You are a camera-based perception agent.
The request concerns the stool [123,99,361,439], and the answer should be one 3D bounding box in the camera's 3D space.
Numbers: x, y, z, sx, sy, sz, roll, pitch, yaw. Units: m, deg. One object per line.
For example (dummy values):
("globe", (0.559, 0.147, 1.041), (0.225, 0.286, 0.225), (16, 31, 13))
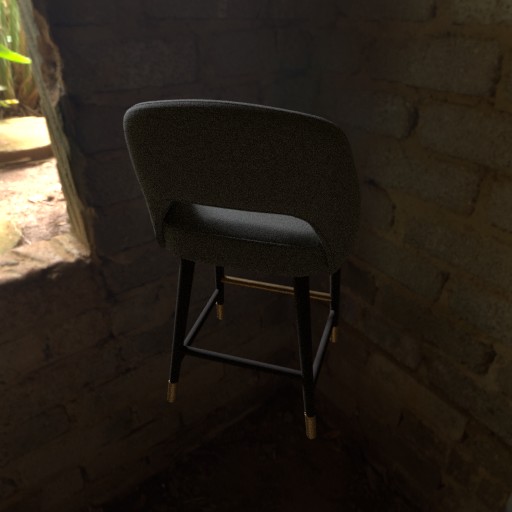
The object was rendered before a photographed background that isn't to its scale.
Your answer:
("stool", (0.000, 0.000, 1.234), (0.536, 0.925, 0.524), (9, 32, 15))
